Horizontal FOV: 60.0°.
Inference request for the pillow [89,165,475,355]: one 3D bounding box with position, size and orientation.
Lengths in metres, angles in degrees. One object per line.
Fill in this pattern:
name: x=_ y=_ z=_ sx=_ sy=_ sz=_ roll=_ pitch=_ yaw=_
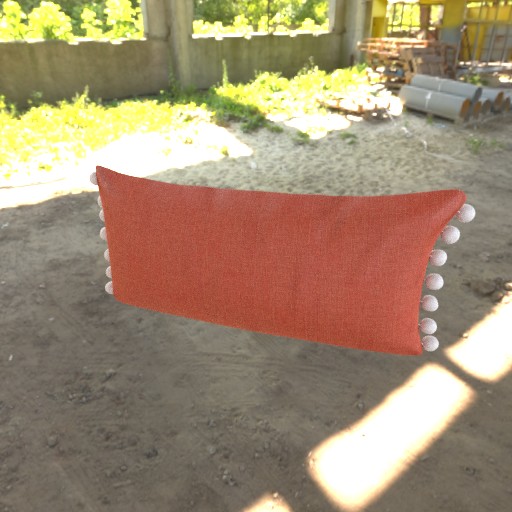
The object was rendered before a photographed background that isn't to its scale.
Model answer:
pillow: x=0.000 y=0.000 z=0.829 sx=0.709 sy=0.322 sz=0.201 roll=8 pitch=28 yaw=15
